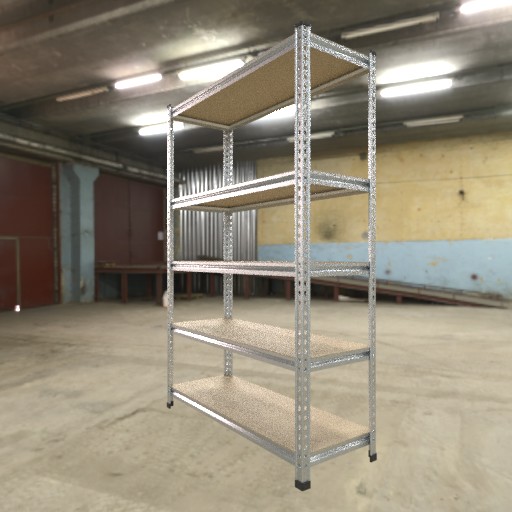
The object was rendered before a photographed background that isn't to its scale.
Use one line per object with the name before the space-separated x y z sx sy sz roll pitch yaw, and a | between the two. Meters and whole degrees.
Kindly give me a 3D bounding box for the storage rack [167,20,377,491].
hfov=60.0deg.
storage rack | 0.000 0.000 2.342 0.457 1.829 1.219 0 0 -37
